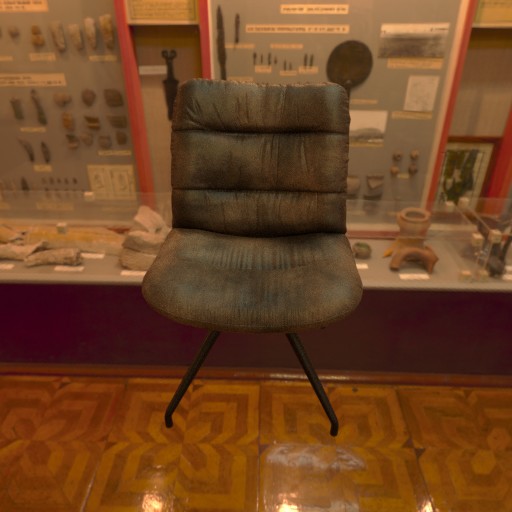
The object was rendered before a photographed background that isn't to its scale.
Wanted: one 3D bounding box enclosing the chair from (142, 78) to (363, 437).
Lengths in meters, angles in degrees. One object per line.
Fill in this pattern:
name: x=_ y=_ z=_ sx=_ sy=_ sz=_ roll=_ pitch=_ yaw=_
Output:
chair: x=0.000 y=0.000 z=1.276 sx=0.549 sy=0.870 sz=0.622 roll=2 pitch=31 yaw=3
